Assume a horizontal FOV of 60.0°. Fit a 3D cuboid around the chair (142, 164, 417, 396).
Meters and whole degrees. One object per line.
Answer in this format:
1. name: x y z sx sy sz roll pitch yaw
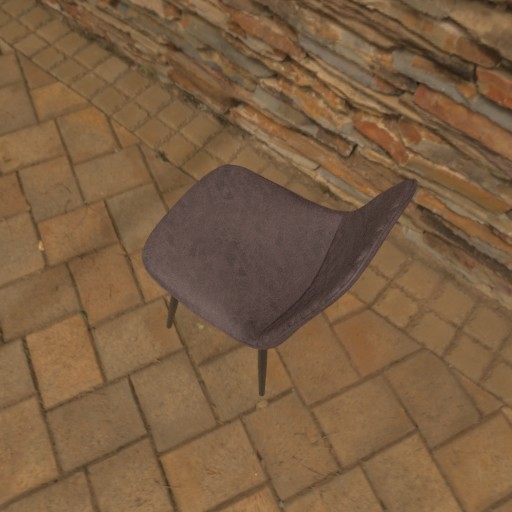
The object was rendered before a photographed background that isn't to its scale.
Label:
1. chair: 0.000 0.000 1.203 0.561 0.889 0.472 32 68 15
